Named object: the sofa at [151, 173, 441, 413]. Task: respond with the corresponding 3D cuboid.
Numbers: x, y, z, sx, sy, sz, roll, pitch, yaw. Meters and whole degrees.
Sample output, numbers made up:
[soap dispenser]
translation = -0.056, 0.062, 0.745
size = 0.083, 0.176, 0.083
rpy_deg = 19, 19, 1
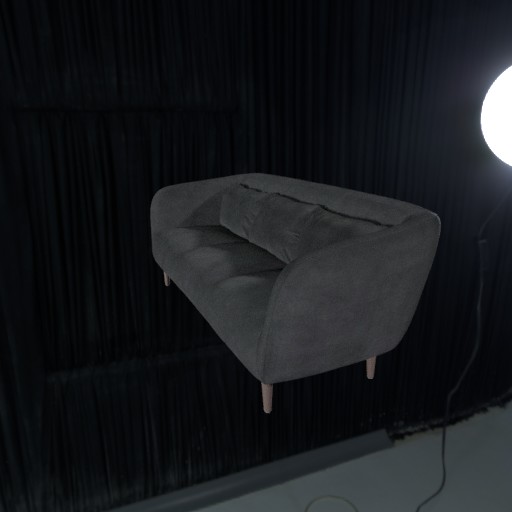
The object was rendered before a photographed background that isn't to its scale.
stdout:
[sofa]
translation = 0.000, 0.000, 2.791
size = 0.956, 0.875, 2.296
rpy_deg = -7, 17, -24
